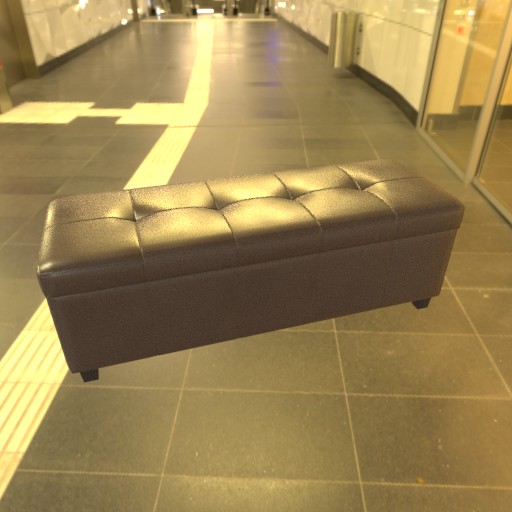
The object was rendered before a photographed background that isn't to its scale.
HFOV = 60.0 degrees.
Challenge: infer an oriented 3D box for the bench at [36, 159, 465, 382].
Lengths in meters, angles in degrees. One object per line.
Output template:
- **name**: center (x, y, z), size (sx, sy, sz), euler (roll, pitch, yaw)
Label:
- **bench**: center (0.000, 0.000, 1.455), size (1.219, 0.417, 0.450), euler (-9, 33, -15)
